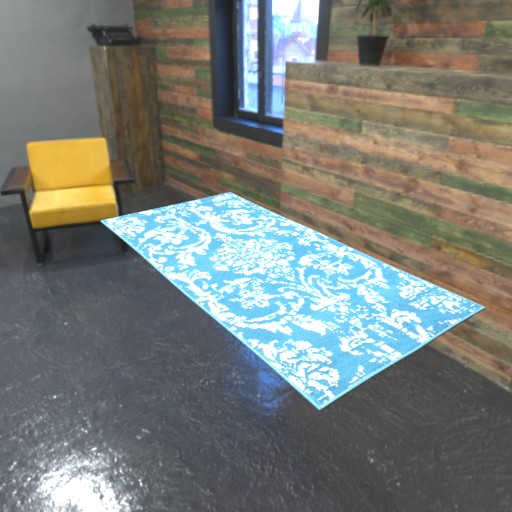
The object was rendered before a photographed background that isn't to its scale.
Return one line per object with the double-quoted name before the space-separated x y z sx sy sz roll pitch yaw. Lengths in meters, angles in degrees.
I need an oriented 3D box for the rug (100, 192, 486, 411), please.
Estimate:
"rug" 0.000 0.000 1.445 0.604 0.007 1.219 -18 31 -32
